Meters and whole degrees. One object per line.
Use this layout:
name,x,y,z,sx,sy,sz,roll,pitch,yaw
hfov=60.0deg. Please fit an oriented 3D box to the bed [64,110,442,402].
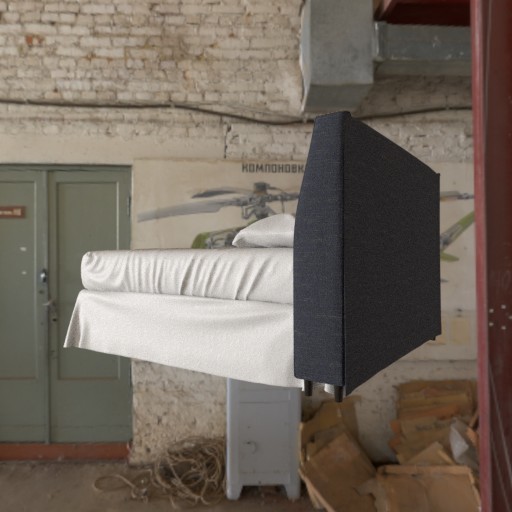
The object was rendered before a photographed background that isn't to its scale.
bed,0.000,0.000,3.367,2.276,1.332,1.925,0,0,35
